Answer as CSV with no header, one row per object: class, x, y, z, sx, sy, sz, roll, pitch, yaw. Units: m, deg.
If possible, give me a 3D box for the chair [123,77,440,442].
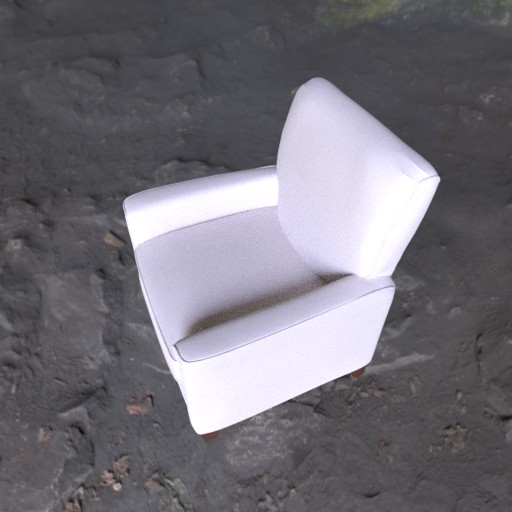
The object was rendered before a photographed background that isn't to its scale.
chair,0.000,0.000,1.668,0.858,1.028,0.841,-18,49,-16
